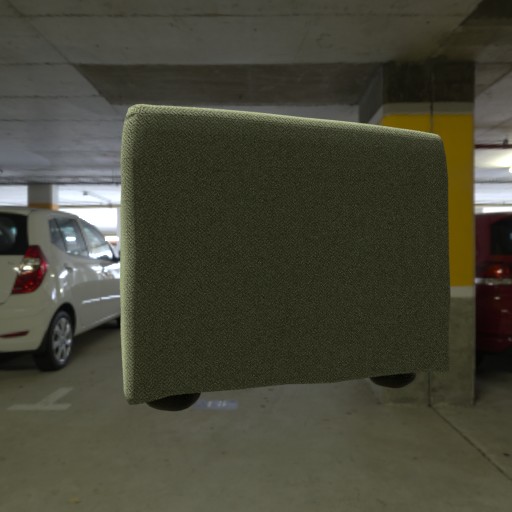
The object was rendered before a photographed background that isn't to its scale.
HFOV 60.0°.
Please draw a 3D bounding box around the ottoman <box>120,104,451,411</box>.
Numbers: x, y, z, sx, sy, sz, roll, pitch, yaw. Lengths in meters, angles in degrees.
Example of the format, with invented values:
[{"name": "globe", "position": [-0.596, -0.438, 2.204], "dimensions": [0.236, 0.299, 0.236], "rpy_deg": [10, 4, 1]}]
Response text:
[{"name": "ottoman", "position": [0.000, 0.000, 0.884], "dimensions": [0.521, 0.453, 0.512], "rpy_deg": [0, 0, -17]}]
